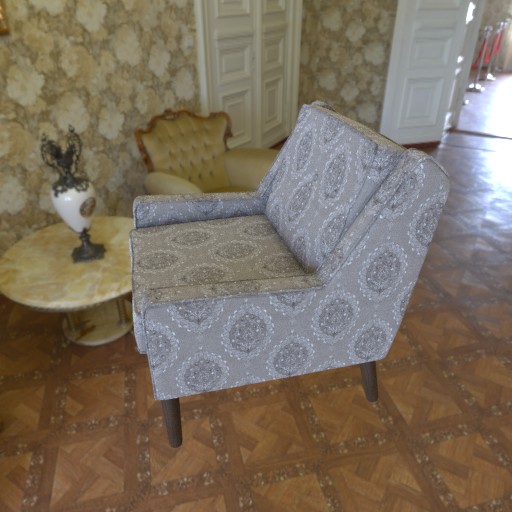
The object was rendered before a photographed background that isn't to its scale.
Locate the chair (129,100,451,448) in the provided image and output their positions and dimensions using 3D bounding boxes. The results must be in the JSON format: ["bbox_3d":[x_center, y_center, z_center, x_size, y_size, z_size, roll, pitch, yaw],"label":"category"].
[{"bbox_3d":[0.000,0.000,1.351,0.750,0.797,0.665,-8,31,-13],"label":"chair"}]
